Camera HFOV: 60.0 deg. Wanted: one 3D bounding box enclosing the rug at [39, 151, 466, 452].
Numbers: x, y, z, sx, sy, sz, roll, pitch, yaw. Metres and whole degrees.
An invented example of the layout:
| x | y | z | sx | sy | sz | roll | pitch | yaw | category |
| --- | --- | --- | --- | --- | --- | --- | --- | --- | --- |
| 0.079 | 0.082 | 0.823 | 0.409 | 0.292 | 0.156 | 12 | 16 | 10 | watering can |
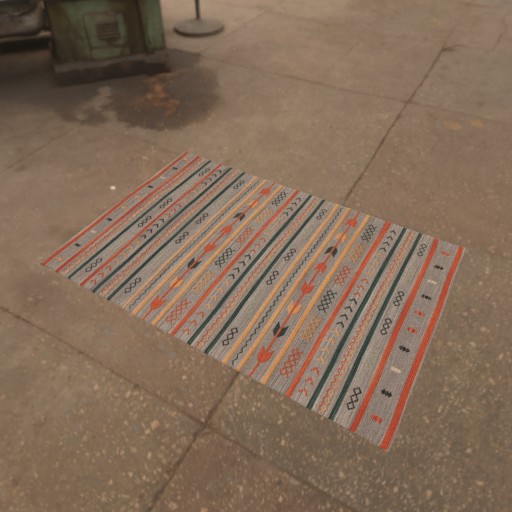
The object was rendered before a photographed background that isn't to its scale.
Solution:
| x | y | z | sx | sy | sz | roll | pitch | yaw | category |
| --- | --- | --- | --- | --- | --- | --- | --- | --- | --- |
| 0.000 | 0.000 | 2.279 | 1.835 | 0.017 | 1.220 | 23 | 49 | 21 | rug |
